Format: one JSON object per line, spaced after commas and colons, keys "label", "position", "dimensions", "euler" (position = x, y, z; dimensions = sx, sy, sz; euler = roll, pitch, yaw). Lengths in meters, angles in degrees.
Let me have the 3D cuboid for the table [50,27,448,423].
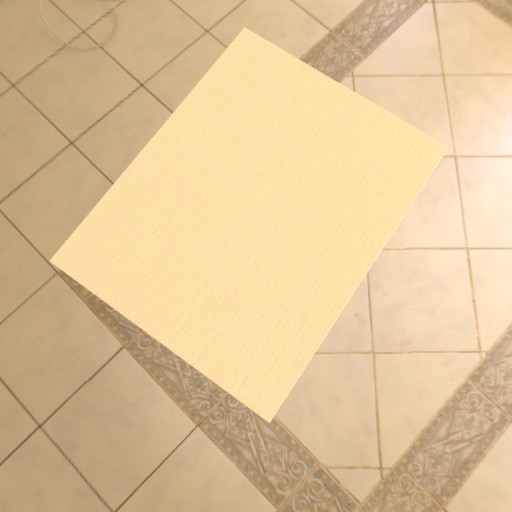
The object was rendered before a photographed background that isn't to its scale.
{"label": "table", "position": [0.000, 0.000, 0.958], "dimensions": [0.381, 0.635, 0.480], "euler": [34, 78, 8]}
